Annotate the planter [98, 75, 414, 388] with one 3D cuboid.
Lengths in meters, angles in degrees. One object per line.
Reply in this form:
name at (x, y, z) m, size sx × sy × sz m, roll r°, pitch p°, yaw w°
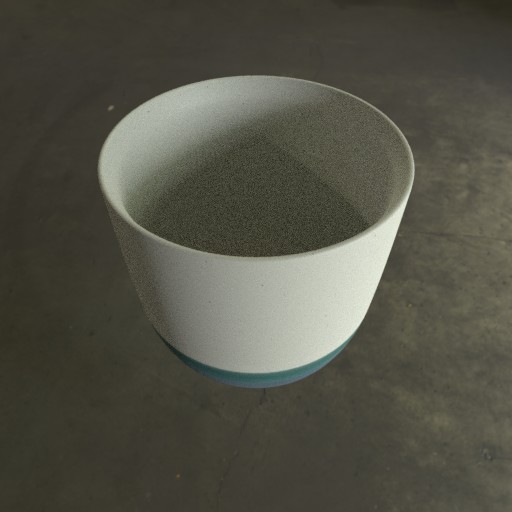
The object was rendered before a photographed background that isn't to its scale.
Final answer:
planter at (0.000, 0.000, 0.371) m, size 0.204 × 0.214 × 0.204 m, roll 0°, pitch 47°, yaw 0°
